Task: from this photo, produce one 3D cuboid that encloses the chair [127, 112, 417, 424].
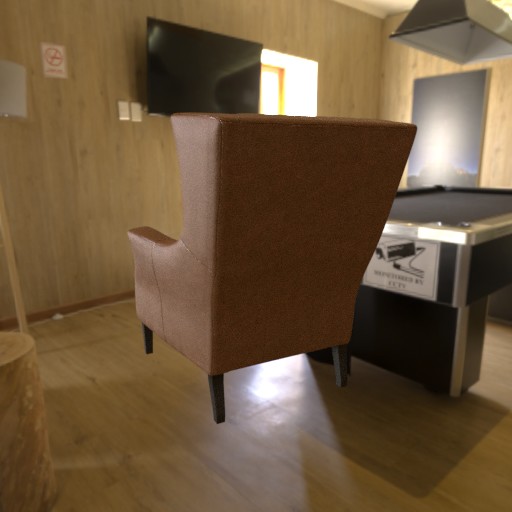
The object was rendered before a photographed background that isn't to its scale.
[{"bbox_3d":[0.000,0.000,1.732,0.852,1.016,0.925,-7,15,-27],"label":"chair"}]
